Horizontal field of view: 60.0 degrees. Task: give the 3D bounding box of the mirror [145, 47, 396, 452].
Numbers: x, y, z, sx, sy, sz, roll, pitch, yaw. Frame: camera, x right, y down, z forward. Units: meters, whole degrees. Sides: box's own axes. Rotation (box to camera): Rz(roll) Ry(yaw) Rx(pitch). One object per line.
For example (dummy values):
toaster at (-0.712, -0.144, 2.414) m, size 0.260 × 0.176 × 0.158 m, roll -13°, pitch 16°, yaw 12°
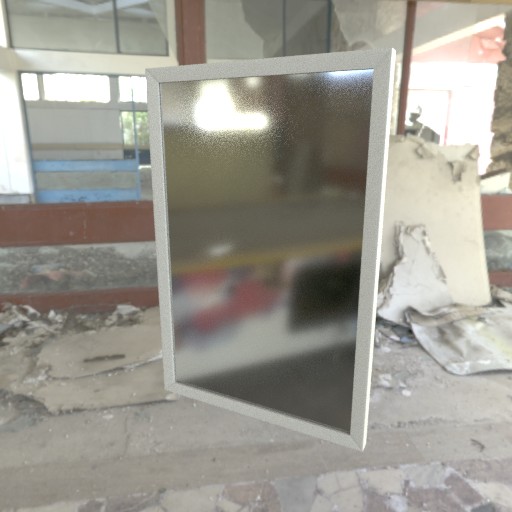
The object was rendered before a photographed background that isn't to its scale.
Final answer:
mirror at (0.000, 0.000, 1.122) m, size 0.609 × 0.914 × 0.041 m, roll 8°, pitch 17°, yaw 26°
